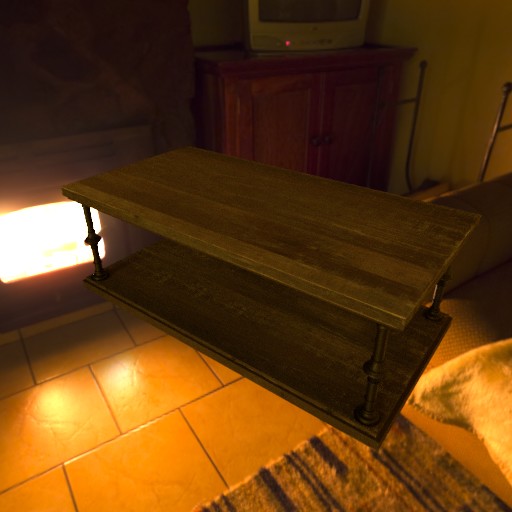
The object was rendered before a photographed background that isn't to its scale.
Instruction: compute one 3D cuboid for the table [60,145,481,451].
[{"bbox_3d":[0.000,0.000,1.366,1.088,0.373,0.554,21,36,31],"label":"table"}]
